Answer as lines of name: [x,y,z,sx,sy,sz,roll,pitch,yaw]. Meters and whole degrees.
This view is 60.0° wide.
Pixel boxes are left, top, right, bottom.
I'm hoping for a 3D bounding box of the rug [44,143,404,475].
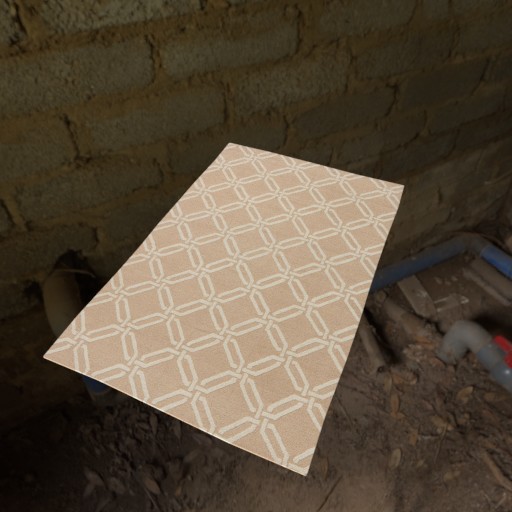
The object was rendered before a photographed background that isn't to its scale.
rug: [0.000,0.000,2.195,1.146,0.010,1.745,18,49,16]
